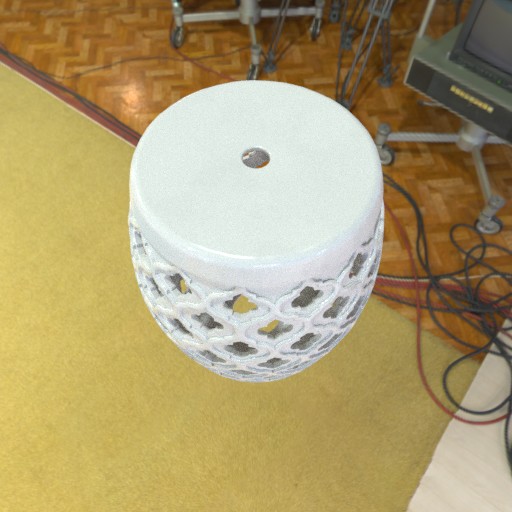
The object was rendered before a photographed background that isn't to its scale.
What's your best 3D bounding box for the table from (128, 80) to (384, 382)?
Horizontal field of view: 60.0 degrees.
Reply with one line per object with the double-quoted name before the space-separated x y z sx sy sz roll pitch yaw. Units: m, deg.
"table" 0.000 0.000 0.622 0.325 0.388 0.325 0 58 0
